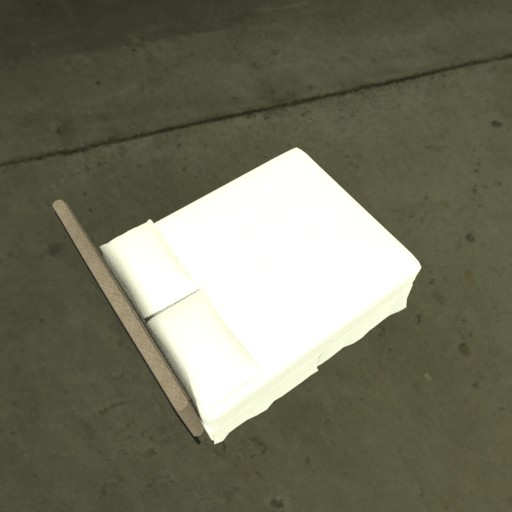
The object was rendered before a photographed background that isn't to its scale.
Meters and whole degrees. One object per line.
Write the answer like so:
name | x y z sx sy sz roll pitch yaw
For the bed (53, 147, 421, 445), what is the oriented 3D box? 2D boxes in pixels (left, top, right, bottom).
bed | 0.000 0.000 3.370 2.153 1.518 1.713 -32 64 -18
